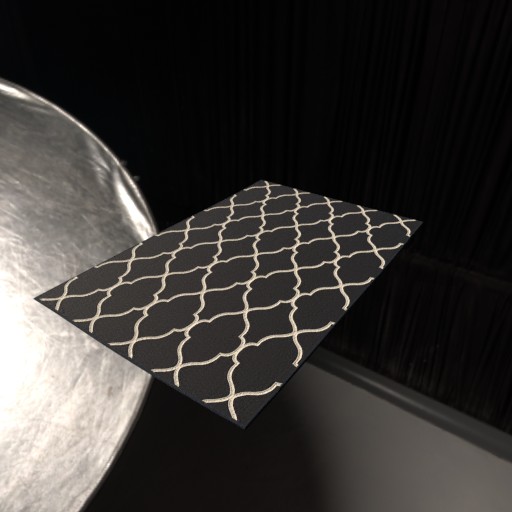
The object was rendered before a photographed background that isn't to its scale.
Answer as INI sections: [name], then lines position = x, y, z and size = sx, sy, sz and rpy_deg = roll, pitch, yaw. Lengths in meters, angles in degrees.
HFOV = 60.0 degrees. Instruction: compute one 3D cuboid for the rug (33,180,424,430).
[rug]
position = 0.000, 0.000, 2.953
size = 1.528, 0.014, 2.294
rpy_deg = 20, 36, 30
